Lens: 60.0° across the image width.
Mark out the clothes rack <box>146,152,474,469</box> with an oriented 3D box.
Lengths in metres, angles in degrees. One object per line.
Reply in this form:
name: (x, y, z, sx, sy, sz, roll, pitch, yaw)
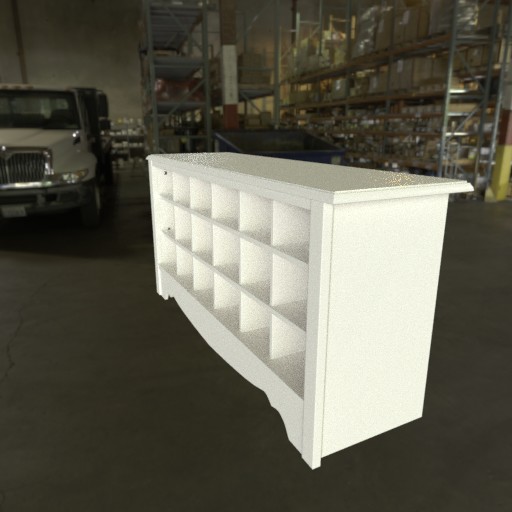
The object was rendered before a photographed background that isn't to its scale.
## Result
clothes rack: (0.000, 0.000, 1.297, 0.324, 0.531, 1.120, -8, 18, -27)
